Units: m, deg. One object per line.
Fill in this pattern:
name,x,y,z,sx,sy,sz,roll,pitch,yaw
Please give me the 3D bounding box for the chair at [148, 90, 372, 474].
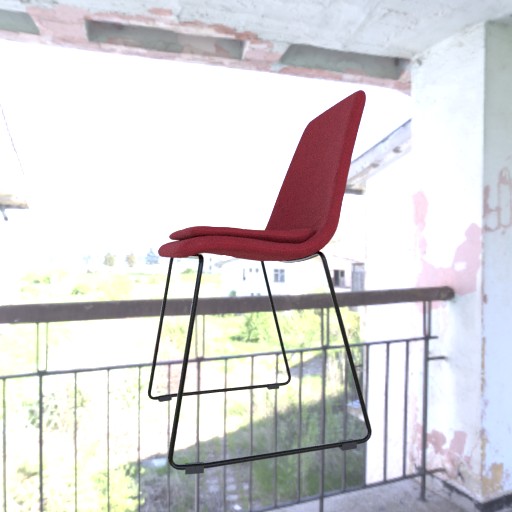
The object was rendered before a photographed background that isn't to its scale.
chair,0.000,0.000,1.164,0.518,0.858,0.479,0,0,-19
